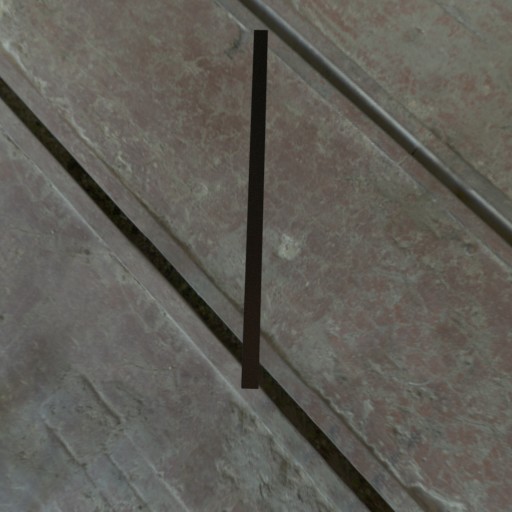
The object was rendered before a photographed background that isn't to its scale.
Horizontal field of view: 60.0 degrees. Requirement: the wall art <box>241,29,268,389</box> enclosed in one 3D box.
[{"bbox_3d":[0.000,0.000,0.856,0.019,0.656,0.462,2,76,0],"label":"wall art"}]
